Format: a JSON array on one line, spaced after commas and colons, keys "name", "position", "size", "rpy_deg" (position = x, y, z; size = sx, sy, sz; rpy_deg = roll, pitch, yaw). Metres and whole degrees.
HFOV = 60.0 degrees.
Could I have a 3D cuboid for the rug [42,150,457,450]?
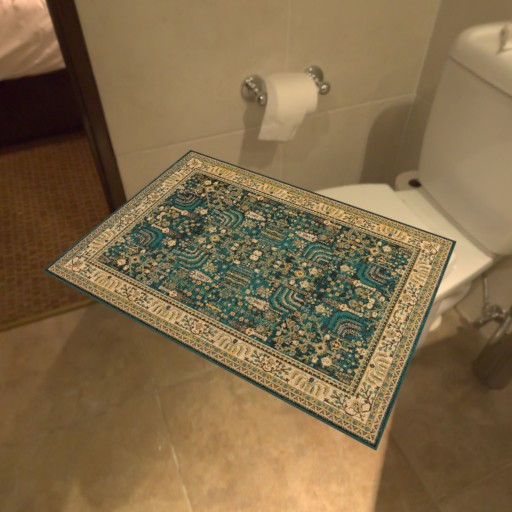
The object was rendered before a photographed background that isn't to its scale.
[{"name": "rug", "position": [0.000, 0.000, 2.907], "size": [2.213, 0.013, 1.594], "rpy_deg": [23, 50, 20]}]
